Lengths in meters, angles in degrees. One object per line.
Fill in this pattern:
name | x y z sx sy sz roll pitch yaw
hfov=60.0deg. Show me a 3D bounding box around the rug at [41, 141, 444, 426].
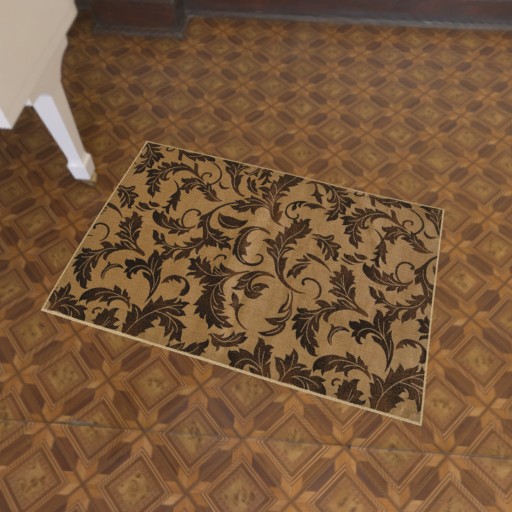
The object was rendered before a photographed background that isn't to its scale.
rug | 0.000 0.000 2.890 2.284 0.008 1.522 15 59 9
